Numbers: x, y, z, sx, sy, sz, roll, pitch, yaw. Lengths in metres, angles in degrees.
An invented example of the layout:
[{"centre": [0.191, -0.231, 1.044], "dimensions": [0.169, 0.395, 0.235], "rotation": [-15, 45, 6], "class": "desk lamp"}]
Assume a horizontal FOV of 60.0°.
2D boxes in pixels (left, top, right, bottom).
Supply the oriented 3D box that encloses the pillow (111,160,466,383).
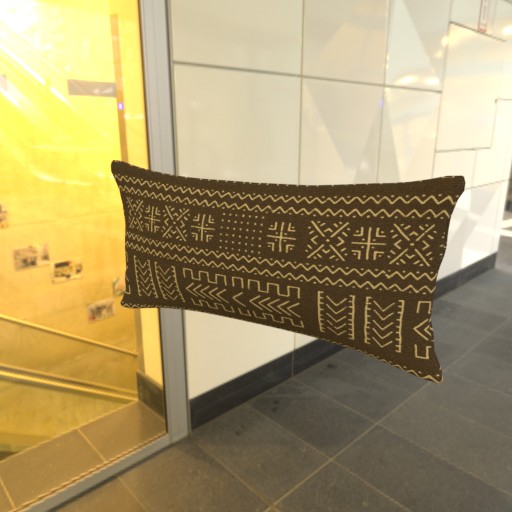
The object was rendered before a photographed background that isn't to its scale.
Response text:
[{"centre": [0.000, 0.000, 0.803], "dimensions": [0.667, 0.322, 0.135], "rotation": [8, 18, 26], "class": "pillow"}]
